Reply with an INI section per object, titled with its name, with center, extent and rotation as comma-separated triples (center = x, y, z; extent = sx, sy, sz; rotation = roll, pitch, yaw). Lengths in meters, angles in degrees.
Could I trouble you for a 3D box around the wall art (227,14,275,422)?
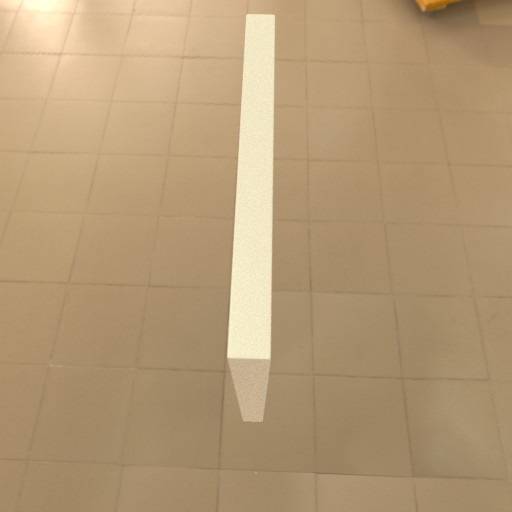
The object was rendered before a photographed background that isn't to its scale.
[wall art]
center = 0.000, 0.000, 0.523
extent = 0.028, 0.381, 0.331
rotation = 1, 64, 1
